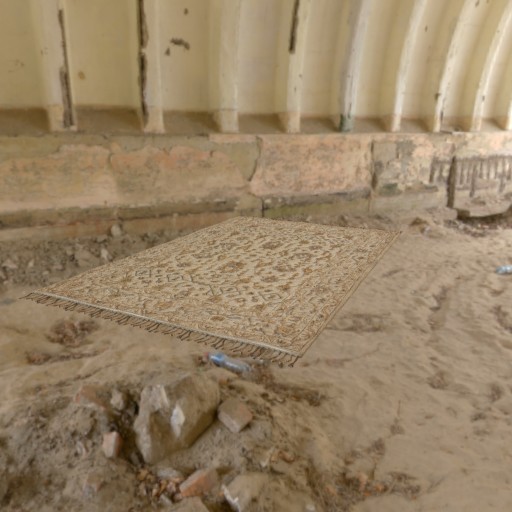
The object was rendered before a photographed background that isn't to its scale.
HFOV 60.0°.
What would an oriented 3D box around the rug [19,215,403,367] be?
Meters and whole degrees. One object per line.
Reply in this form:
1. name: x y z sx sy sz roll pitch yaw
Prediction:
1. rug: 0.000 0.000 2.991 1.529 0.027 2.434 8 18 26
